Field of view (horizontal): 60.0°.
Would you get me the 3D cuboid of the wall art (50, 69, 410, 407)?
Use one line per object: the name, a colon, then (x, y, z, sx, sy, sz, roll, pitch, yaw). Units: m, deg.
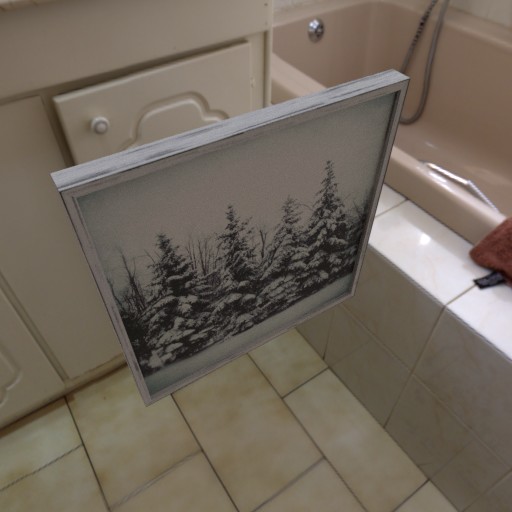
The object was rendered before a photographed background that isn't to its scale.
wall art: (0.000, 0.000, 0.748, 0.506, 0.506, 0.038, -24, 51, -21)
